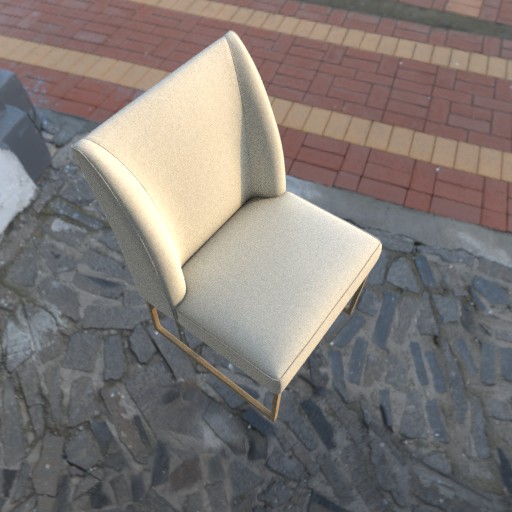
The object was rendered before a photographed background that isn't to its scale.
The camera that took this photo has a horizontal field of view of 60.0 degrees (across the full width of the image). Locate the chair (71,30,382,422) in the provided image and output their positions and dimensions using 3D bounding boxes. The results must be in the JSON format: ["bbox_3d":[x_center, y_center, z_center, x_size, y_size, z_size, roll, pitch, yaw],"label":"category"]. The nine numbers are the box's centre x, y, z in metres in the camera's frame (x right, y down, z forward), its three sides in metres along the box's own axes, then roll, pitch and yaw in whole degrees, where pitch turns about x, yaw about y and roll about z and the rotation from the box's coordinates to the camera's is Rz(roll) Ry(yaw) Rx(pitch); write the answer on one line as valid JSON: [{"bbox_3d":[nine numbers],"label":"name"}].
[{"bbox_3d":[0.000,0.000,1.186,0.522,0.863,0.508,33,64,19],"label":"chair"}]
